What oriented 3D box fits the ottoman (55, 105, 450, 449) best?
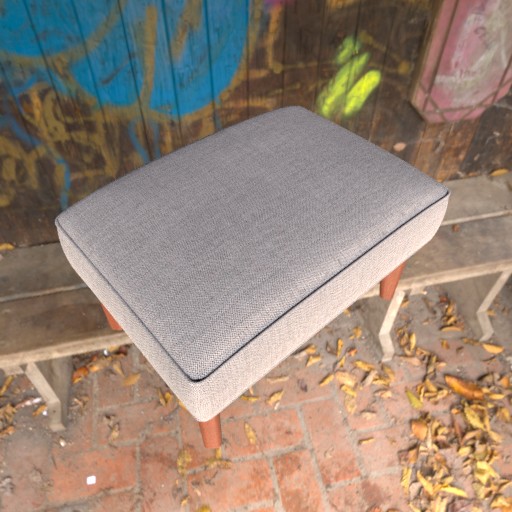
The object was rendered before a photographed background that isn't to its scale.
[{"bbox_3d":[0.000,0.000,1.105,0.750,0.458,0.555,-33,55,-27],"label":"ottoman"}]
